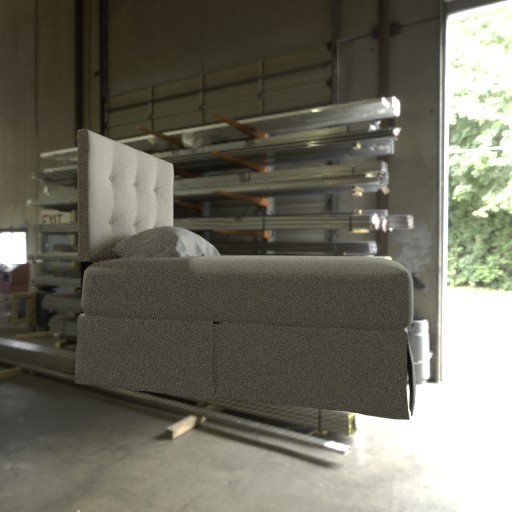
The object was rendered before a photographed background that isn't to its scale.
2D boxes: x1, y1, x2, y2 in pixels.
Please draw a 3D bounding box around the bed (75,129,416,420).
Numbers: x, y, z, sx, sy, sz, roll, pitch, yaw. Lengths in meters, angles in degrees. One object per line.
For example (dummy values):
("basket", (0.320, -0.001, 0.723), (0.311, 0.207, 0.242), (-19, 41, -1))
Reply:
("bed", (0.000, 0.000, 2.984), (1.997, 1.571, 1.261), (0, 1, 17))
